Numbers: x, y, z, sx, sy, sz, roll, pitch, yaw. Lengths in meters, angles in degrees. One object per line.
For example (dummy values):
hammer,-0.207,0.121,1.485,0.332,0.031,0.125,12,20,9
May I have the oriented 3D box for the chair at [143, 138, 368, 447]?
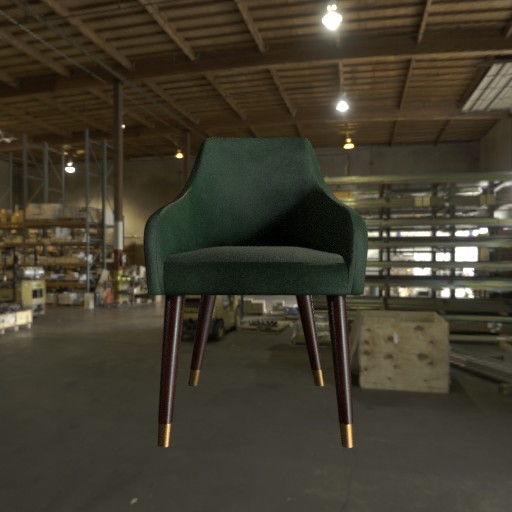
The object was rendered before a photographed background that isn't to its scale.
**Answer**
chair,0.000,0.000,1.643,0.683,1.081,0.794,0,0,0
